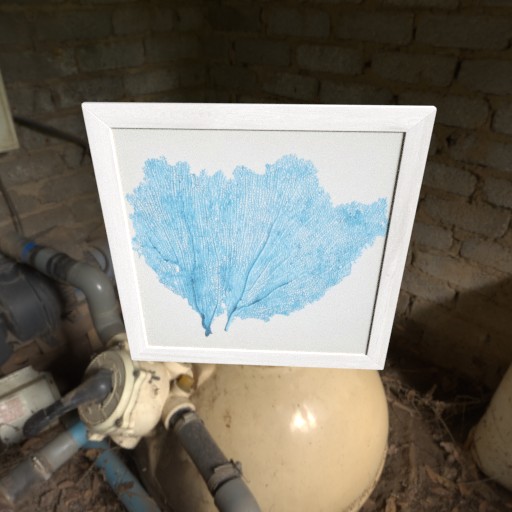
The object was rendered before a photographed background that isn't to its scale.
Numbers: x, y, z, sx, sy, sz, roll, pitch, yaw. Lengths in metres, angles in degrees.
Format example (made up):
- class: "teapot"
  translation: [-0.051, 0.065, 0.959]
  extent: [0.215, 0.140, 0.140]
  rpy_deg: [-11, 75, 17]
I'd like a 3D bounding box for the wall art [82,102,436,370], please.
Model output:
- class: "wall art"
  translation: [0.000, 0.000, 0.883]
  extent: [0.584, 0.584, 0.013]
  rpy_deg: [2, 31, 3]
